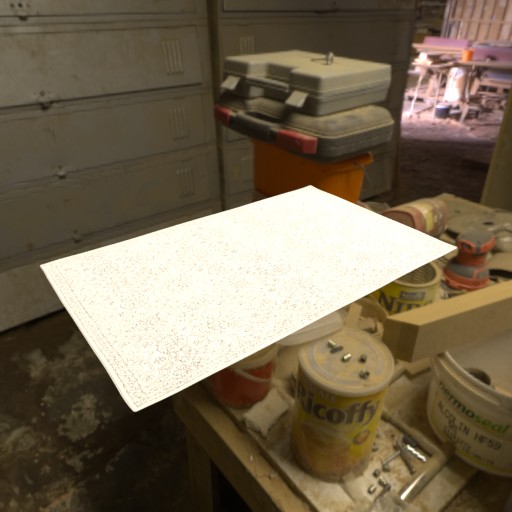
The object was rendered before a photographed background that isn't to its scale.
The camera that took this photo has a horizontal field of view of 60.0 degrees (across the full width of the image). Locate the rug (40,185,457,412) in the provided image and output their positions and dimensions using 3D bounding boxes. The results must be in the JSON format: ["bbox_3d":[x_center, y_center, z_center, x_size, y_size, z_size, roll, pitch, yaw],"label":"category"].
[{"bbox_3d":[0.000,0.000,3.020,2.434,0.023,1.518,-21,36,-31],"label":"rug"}]
